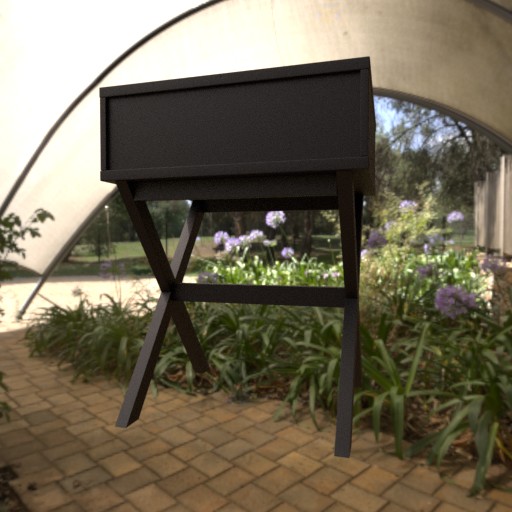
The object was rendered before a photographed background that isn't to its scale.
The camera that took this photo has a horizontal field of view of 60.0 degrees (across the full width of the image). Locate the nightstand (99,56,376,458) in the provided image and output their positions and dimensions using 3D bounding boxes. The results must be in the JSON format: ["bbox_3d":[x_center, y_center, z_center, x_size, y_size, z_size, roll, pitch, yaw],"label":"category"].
[{"bbox_3d":[0.000,0.000,0.942,0.479,0.623,0.402,0,2,16],"label":"nightstand"}]
